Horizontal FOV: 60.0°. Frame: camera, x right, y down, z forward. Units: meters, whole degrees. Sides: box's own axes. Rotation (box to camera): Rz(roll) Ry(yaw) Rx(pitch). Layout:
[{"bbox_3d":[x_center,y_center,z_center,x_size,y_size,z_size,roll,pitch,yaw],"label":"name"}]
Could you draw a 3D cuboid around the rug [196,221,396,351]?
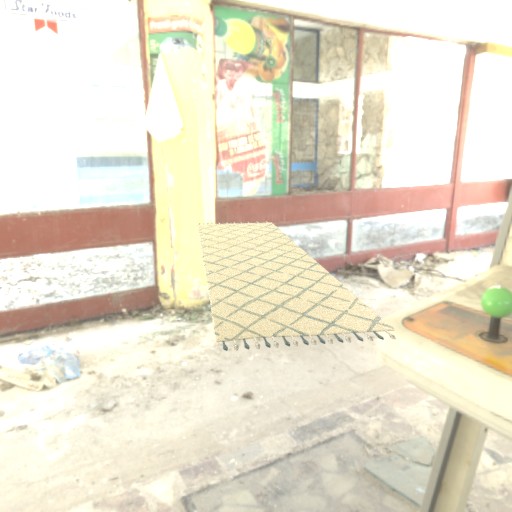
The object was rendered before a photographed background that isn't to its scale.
[{"bbox_3d":[0.000,0.000,2.556,0.620,0.008,2.372,-2,14,-9],"label":"rug"}]
